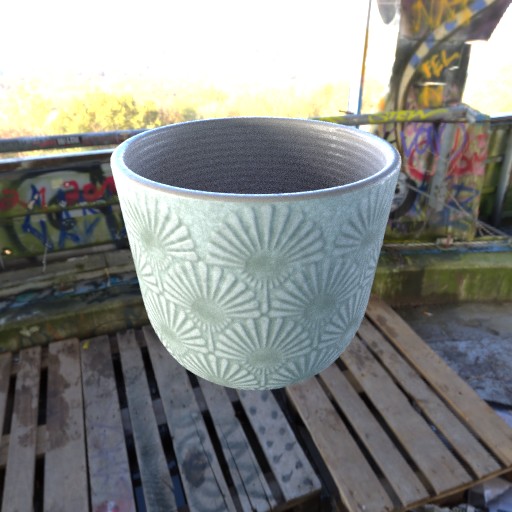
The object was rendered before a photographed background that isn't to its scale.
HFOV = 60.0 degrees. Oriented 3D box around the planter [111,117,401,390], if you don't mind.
[{"bbox_3d":[0.000,0.000,0.304,0.170,0.152,0.170,0,29,0],"label":"planter"}]
